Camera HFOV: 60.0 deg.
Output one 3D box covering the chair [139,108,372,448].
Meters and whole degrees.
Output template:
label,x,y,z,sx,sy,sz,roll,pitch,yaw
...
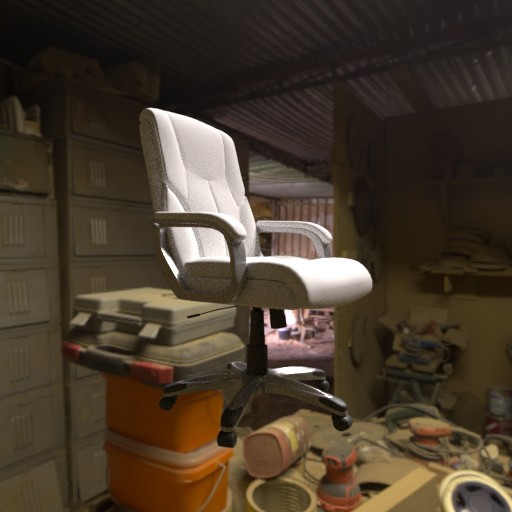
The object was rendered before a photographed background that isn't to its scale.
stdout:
label,x,y,z,sx,sy,sz,roll,pitch,yaw
chair,0.000,0.000,1.624,0.738,1.120,0.687,1,1,34
